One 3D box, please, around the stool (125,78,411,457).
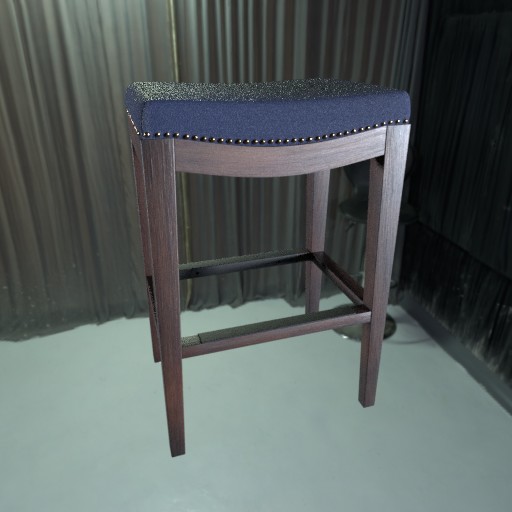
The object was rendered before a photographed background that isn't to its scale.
[{"bbox_3d":[0.000,0.000,1.019,0.498,0.740,0.358,-8,27,-16],"label":"stool"}]
